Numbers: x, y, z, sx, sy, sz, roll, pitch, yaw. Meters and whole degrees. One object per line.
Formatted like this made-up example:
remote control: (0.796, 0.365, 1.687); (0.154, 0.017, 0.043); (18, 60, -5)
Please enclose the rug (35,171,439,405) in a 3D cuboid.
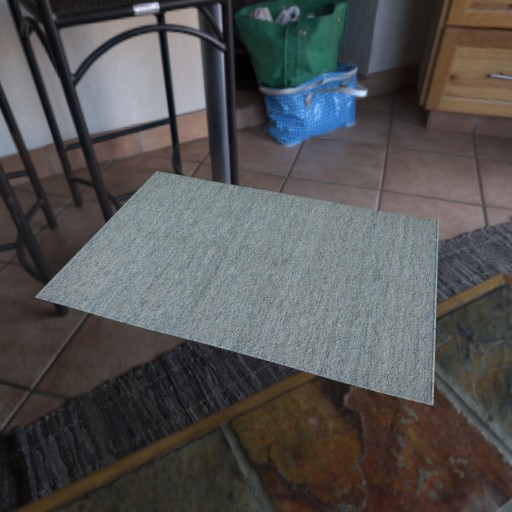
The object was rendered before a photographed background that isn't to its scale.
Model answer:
rug: (0.000, 0.000, 2.933); (2.283, 0.013, 1.547); (12, 43, 14)
